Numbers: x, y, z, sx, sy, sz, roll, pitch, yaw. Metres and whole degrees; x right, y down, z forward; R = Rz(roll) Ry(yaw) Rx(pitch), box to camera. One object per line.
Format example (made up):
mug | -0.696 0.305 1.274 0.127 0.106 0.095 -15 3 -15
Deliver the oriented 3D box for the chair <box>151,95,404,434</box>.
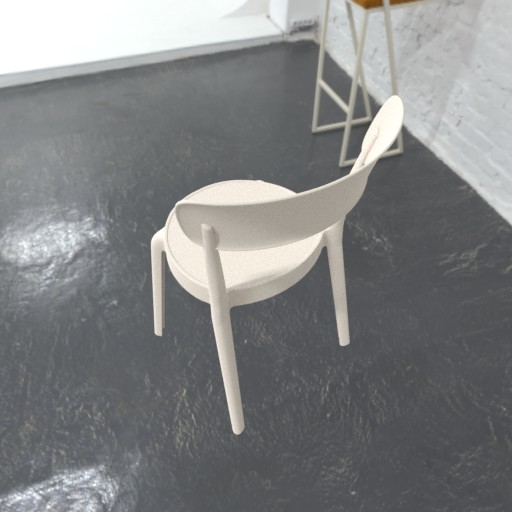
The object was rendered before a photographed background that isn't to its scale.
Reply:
chair | 0.000 0.000 1.103 0.506 0.790 0.491 -32 54 -26
